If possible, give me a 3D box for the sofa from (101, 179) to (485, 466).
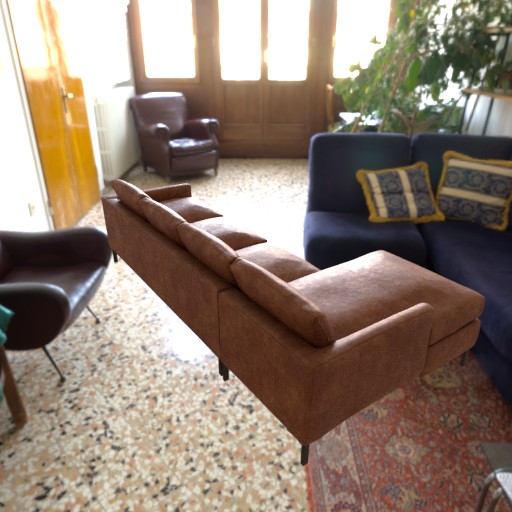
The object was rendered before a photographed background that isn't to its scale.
[{"bbox_3d":[0.000,0.000,3.504,1.471,0.859,2.993,-17,30,-31],"label":"sofa"}]
